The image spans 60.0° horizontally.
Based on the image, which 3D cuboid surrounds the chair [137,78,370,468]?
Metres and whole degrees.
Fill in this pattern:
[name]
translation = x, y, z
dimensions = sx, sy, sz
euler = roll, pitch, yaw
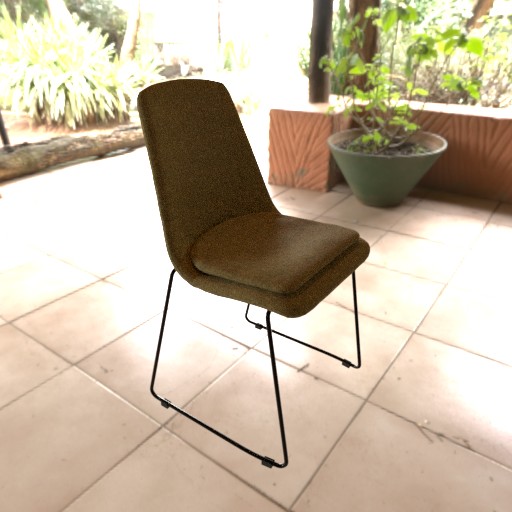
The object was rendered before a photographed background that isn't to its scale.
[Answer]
[chair]
translation = 0.000, 0.000, 1.170
dimensions = 0.496, 0.849, 0.479
euler = 17, 31, 31
